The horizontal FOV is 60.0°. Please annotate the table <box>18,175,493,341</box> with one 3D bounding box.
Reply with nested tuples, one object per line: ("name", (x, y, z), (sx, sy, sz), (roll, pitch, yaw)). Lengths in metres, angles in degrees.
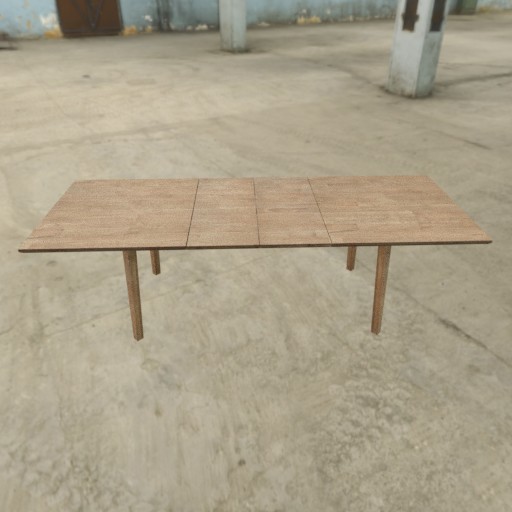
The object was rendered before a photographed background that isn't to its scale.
("table", (0.000, 0.000, 3.048), (2.603, 0.752, 1.000), (-1, 31, -2))
